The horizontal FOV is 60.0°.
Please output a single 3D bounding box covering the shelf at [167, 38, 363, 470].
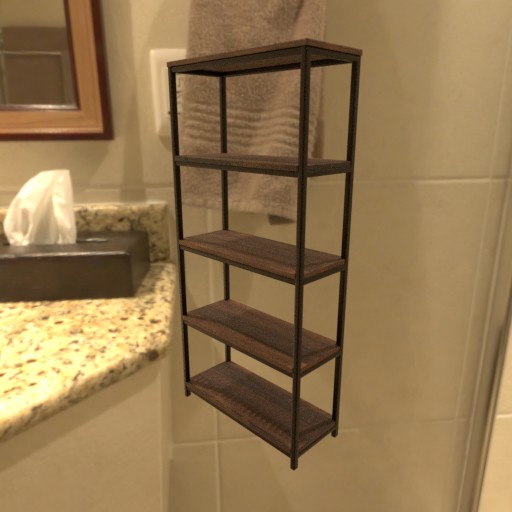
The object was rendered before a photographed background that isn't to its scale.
[{"bbox_3d":[0.000,0.000,2.245,0.359,1.860,0.874,-16,22,-43],"label":"shelf"}]
